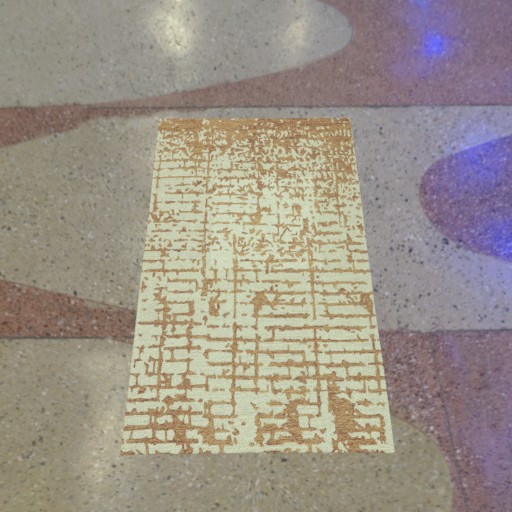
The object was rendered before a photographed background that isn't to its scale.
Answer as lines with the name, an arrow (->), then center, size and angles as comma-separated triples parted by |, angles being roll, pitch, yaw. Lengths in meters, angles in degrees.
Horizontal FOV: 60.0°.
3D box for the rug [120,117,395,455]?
rug -> 0.000, 0.000, 2.981 | 1.517, 0.011, 2.435 | 0, 64, 0
